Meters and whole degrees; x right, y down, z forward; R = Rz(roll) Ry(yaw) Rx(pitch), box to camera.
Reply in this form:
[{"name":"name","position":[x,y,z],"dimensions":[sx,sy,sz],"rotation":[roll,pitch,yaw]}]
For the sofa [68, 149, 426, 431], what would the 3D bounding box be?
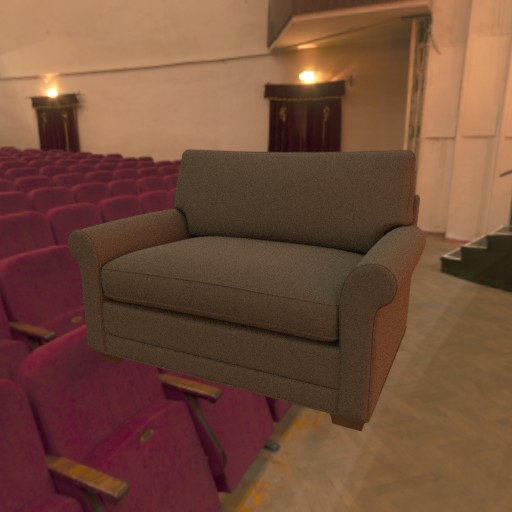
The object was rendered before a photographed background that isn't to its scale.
[{"name":"sofa","position":[0.000,0.000,2.048],"dimensions":[1.410,0.953,0.940],"rotation":[7,16,25]}]
